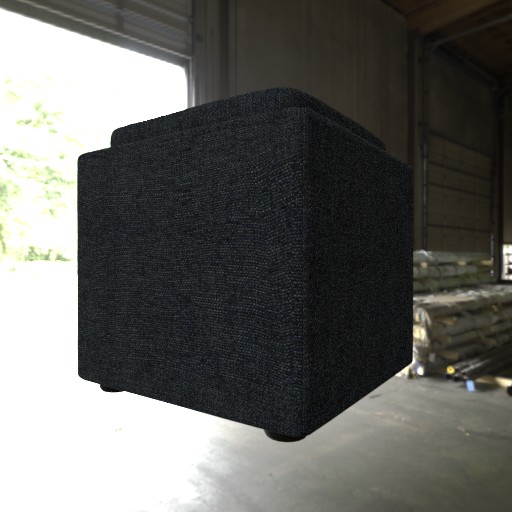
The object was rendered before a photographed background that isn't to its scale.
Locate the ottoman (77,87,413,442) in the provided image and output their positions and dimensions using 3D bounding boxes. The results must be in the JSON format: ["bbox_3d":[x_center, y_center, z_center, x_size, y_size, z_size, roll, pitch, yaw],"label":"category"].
[{"bbox_3d":[0.000,0.000,0.812,0.450,0.460,0.450,0,0,35],"label":"ottoman"}]
